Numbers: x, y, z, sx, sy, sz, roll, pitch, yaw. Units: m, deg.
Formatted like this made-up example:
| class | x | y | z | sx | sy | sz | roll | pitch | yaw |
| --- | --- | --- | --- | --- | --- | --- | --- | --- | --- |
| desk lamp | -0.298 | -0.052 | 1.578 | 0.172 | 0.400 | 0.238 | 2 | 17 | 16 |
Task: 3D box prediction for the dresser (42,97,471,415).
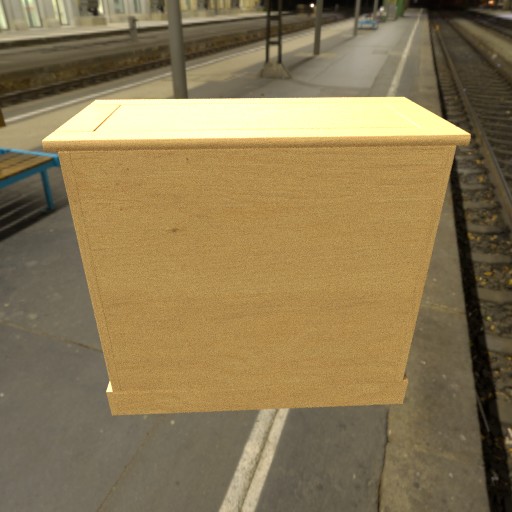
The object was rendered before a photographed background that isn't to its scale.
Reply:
| class | x | y | z | sx | sy | sz | roll | pitch | yaw |
| --- | --- | --- | --- | --- | --- | --- | --- | --- | --- |
| dresser | 0.000 | 0.000 | 1.341 | 0.915 | 0.835 | 0.440 | -1 | 30 | -3 |
